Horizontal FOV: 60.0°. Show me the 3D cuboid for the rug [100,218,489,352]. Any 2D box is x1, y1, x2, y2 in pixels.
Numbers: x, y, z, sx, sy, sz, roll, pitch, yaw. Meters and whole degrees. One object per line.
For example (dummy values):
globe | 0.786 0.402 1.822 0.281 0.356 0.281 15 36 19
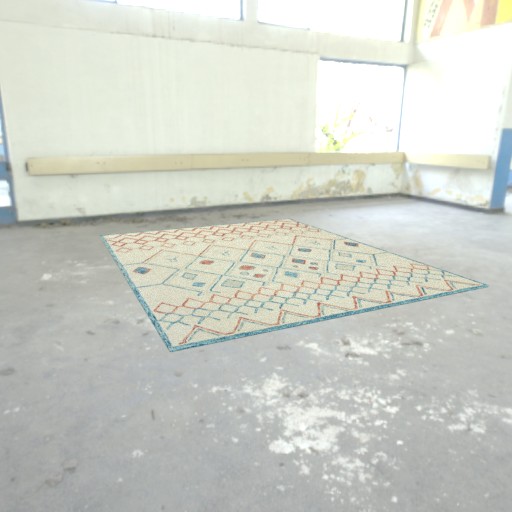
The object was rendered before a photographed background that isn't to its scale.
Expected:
rug | 0.000 0.000 4.152 2.441 0.016 3.050 -7 17 -24
